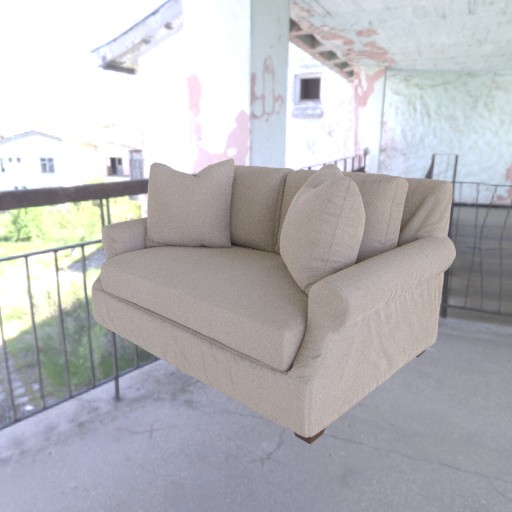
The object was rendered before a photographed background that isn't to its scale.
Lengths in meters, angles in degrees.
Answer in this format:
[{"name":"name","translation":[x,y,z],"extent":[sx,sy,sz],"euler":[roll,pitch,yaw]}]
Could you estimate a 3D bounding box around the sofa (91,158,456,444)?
[{"name":"sofa","translation":[0.000,0.000,2.158],"extent":[1.550,0.905,1.070],"euler":[13,20,42]}]
